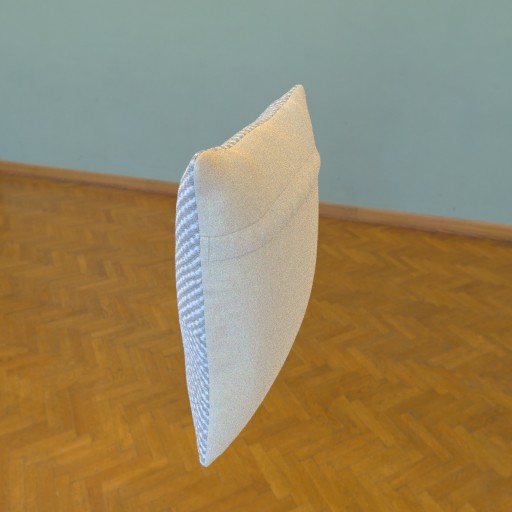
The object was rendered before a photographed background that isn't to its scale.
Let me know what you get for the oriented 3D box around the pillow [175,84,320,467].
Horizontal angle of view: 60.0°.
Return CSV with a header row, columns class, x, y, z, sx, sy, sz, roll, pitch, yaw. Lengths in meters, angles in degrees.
class,x,y,z,sx,sy,sz,roll,pitch,yaw
pillow,0.000,0.000,0.709,0.181,0.458,0.459,9,31,15
